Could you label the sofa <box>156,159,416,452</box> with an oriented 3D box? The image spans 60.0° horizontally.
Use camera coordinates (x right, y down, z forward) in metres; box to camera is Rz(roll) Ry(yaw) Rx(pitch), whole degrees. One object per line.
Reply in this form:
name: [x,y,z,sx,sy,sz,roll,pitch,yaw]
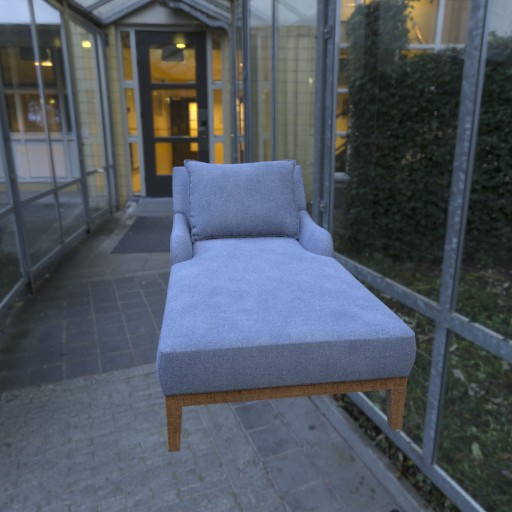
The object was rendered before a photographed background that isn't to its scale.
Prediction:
sofa: [0.000,0.000,2.288,0.904,0.883,1.779,-2,17,-8]
